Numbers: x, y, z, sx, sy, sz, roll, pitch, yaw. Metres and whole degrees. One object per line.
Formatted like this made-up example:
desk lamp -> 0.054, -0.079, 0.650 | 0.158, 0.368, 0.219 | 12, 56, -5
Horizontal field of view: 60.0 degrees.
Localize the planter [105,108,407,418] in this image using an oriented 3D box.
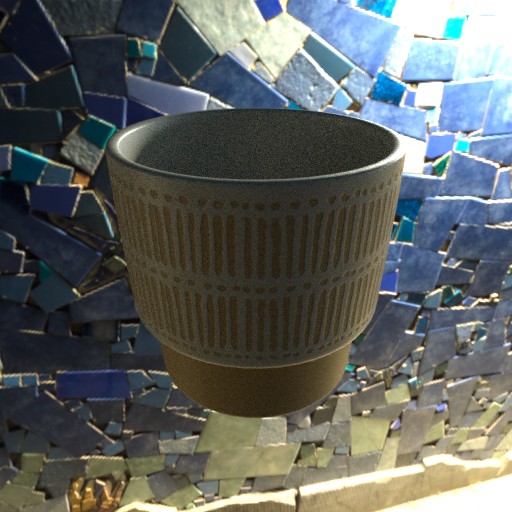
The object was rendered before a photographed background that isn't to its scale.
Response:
planter -> 0.000, 0.000, 0.556 | 0.317, 0.303, 0.317 | 0, 29, 0
